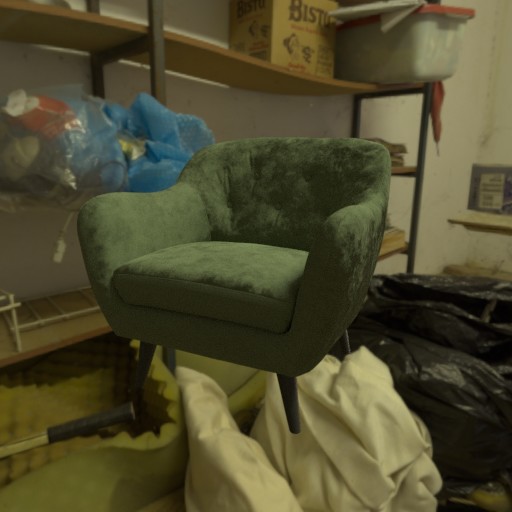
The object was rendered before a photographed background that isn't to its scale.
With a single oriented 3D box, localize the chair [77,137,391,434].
[{"bbox_3d":[0.000,0.000,1.525,0.840,0.804,0.819,7,15,25],"label":"chair"}]
